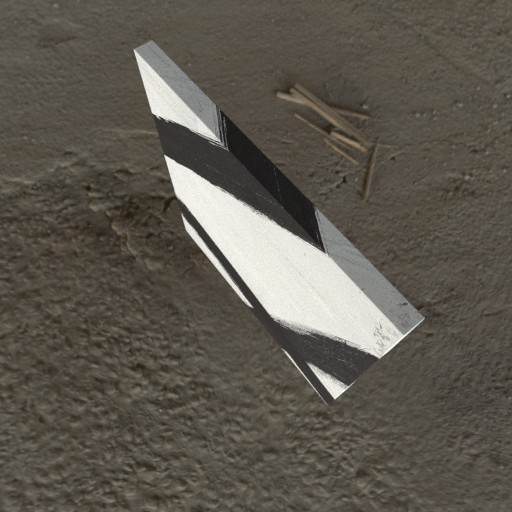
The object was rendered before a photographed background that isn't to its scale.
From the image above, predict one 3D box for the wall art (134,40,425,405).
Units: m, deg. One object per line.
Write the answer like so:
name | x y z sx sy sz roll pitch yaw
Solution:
wall art | 0.000 0.000 1.131 0.046 0.765 0.765 -35 69 -16
